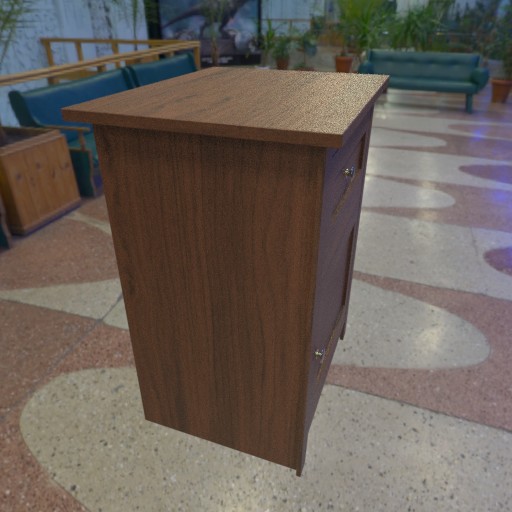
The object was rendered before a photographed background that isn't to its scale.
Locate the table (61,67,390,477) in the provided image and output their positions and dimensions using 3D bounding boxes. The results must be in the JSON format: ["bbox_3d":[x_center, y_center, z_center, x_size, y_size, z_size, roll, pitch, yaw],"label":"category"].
[{"bbox_3d":[0.000,0.000,0.890,0.381,0.636,0.480,11,31,18],"label":"table"}]
